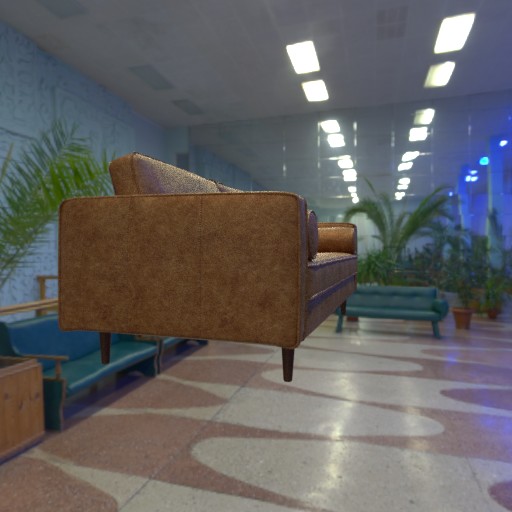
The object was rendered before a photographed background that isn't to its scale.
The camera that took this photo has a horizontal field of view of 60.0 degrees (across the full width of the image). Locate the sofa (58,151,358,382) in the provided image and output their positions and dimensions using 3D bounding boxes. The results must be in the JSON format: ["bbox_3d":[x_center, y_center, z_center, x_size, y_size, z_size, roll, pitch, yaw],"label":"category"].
[{"bbox_3d":[0.000,0.000,2.369,0.924,0.825,1.920,0,1,18],"label":"sofa"}]
